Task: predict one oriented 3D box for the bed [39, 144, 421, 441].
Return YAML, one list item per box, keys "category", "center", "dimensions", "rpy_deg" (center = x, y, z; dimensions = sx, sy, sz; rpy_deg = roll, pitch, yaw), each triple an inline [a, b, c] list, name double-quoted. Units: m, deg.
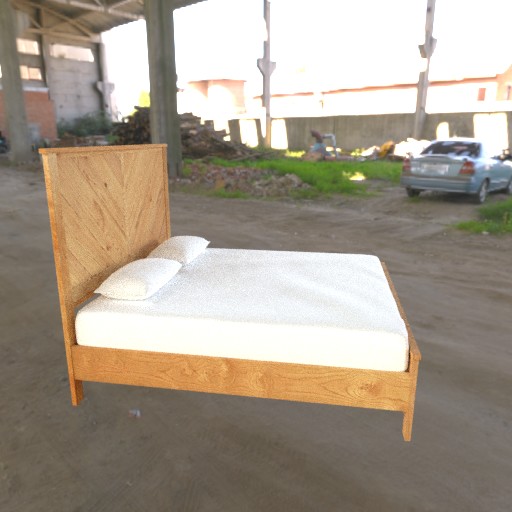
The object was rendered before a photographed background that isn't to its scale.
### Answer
- category: "bed"
  center: [0.000, 0.000, 4.027]
  dimensions: [2.530, 1.938, 2.225]
  rpy_deg: [3, 15, 9]
